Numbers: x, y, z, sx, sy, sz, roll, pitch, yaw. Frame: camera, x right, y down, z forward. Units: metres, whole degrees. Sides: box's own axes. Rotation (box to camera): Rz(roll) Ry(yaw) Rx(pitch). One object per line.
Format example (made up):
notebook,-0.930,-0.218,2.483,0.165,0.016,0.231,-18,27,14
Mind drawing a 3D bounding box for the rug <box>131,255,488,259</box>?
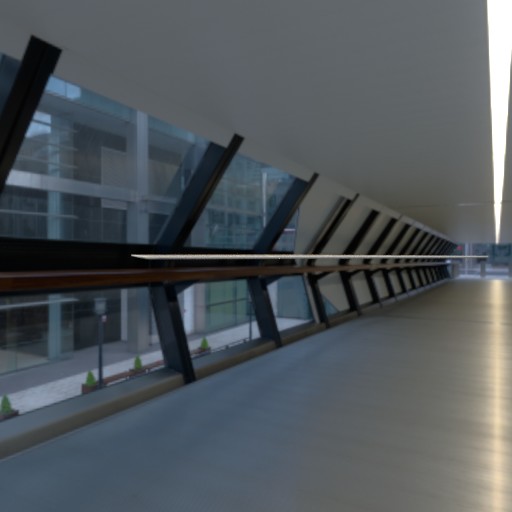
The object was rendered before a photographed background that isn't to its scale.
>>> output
rug,0.000,0.000,2.886,1.522,0.008,2.284,0,0,-17
